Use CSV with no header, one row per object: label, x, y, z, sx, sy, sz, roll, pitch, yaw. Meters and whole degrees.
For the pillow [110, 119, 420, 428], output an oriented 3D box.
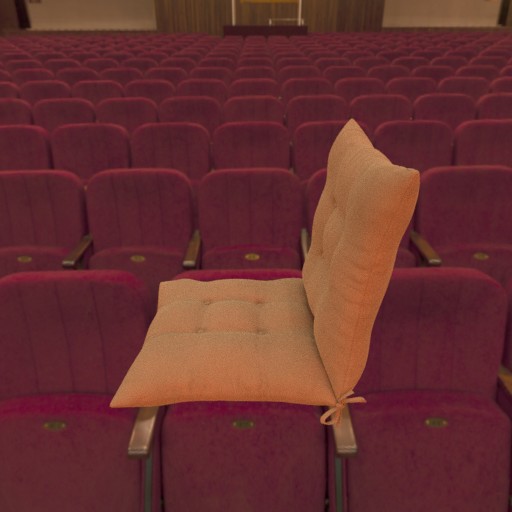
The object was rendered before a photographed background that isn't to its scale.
pillow,0.000,0.000,1.016,0.585,0.536,0.541,0,26,0
